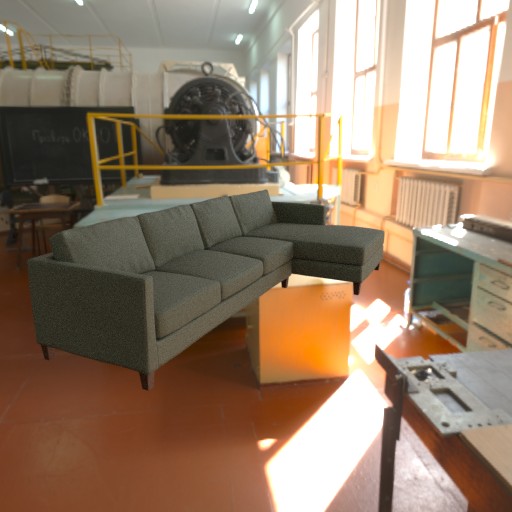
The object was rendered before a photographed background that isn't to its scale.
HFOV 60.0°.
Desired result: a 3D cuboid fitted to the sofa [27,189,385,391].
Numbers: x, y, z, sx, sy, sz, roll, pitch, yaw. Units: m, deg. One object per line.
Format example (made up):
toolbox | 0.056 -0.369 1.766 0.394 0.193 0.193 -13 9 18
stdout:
sofa | 0.000 0.000 3.829 1.625 0.861 3.186 7 16 25
